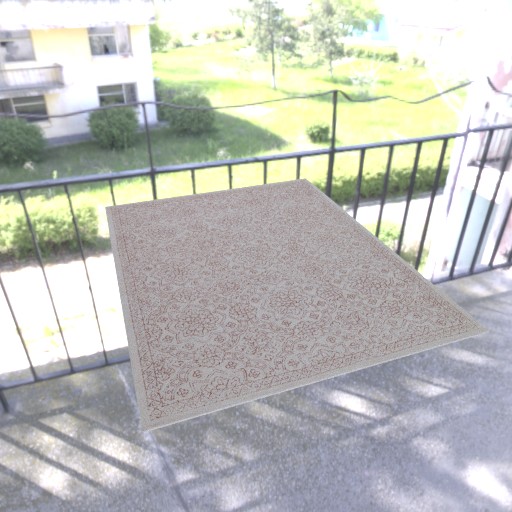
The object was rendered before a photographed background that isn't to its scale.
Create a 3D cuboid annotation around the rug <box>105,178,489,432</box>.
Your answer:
[{"bbox_3d":[0.000,0.000,4.024,2.441,0.015,3.050,-11,34,-17],"label":"rug"}]
